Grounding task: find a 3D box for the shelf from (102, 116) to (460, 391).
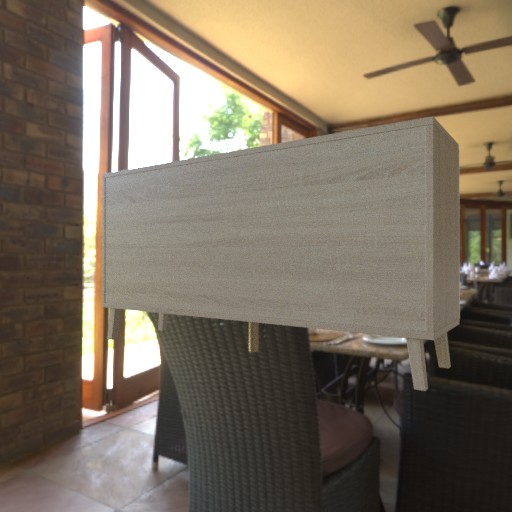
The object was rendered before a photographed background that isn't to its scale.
[{"bbox_3d":[0.000,0.000,1.832,1.490,0.780,0.400,0,0,35],"label":"shelf"}]
